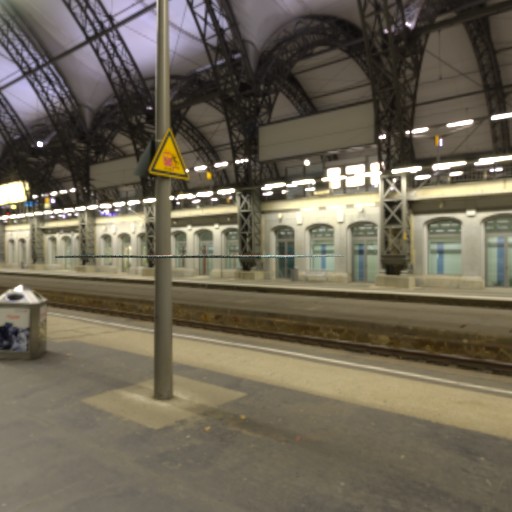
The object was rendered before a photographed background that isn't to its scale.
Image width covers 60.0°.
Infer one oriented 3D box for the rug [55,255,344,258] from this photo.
[{"bbox_3d":[0.000,0.000,2.682,0.801,0.010,2.459,0,0,17],"label":"rug"}]
